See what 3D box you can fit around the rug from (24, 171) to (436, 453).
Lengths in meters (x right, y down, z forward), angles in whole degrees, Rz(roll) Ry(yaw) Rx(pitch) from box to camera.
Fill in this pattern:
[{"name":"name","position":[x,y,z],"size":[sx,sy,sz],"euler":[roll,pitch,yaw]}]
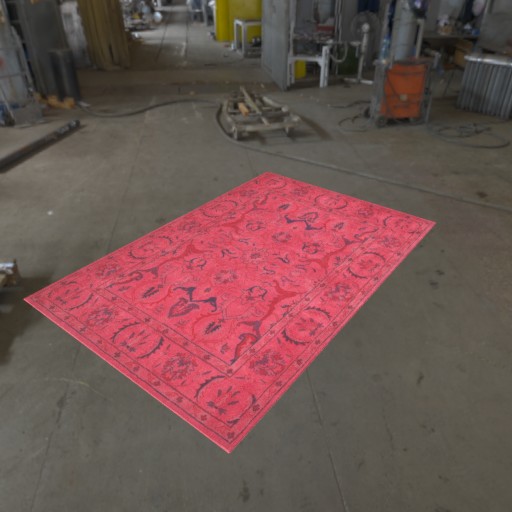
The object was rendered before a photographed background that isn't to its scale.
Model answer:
[{"name":"rug","position":[0.000,0.000,2.258],"size":[1.209,0.008,1.814],"euler":[23,40,31]}]
